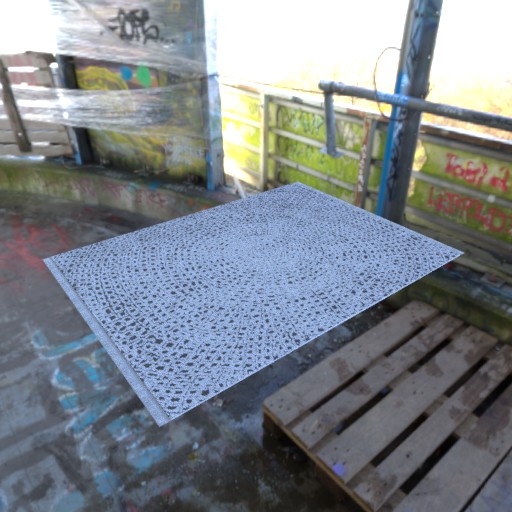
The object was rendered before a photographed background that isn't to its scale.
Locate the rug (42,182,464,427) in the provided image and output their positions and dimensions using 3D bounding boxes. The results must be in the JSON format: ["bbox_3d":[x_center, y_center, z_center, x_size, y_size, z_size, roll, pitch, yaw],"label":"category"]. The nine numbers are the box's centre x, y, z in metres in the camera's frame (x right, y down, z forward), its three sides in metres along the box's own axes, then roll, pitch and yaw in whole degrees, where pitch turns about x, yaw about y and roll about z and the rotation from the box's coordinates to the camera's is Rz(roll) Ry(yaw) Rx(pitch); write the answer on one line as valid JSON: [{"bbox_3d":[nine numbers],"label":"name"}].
[{"bbox_3d":[0.000,0.000,2.123,1.634,0.003,1.190,-22,37,-32],"label":"rug"}]
